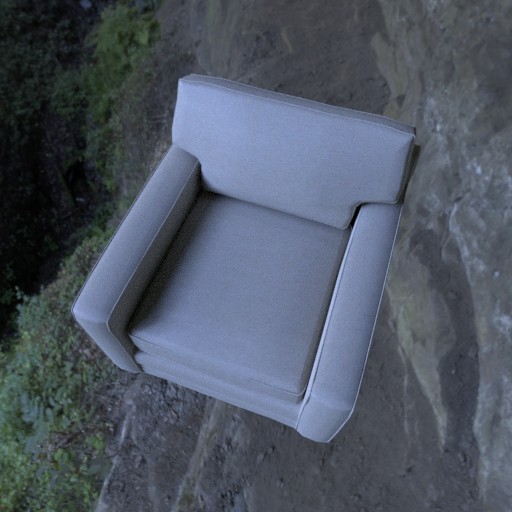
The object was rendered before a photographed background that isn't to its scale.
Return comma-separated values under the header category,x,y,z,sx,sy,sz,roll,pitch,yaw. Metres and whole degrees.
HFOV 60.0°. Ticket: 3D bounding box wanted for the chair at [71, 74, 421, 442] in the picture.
category,x,y,z,sx,sy,sz,roll,pitch,yaw
chair,0.000,0.000,1.779,0.998,0.913,1.043,17,60,10
